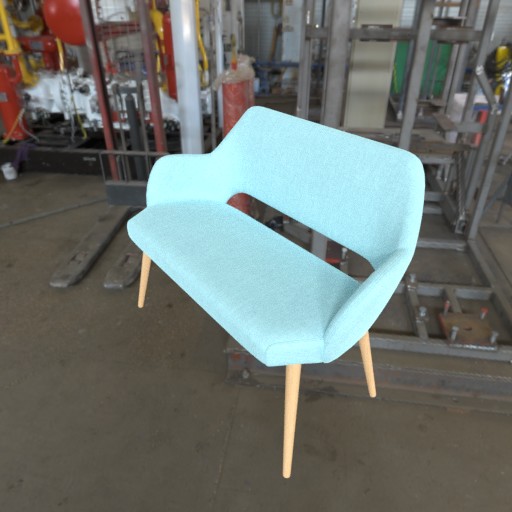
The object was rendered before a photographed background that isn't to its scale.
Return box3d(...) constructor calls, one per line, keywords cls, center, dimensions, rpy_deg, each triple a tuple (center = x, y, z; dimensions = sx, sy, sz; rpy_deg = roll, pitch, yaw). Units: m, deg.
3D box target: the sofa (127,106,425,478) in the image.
box3d(cls="sofa", center=(0.000, 0.000, 1.588), dimensions=(0.610, 0.840, 1.150), rpy_deg=(-21, 37, -31))
